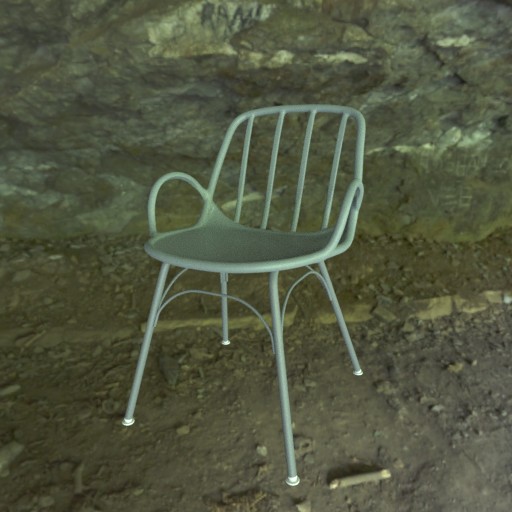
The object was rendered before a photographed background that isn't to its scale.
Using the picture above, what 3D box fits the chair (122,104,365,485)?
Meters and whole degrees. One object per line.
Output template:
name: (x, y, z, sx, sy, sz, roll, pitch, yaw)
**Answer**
chair: (0.000, 0.000, 1.198, 0.549, 0.816, 0.597, 7, 16, 26)
